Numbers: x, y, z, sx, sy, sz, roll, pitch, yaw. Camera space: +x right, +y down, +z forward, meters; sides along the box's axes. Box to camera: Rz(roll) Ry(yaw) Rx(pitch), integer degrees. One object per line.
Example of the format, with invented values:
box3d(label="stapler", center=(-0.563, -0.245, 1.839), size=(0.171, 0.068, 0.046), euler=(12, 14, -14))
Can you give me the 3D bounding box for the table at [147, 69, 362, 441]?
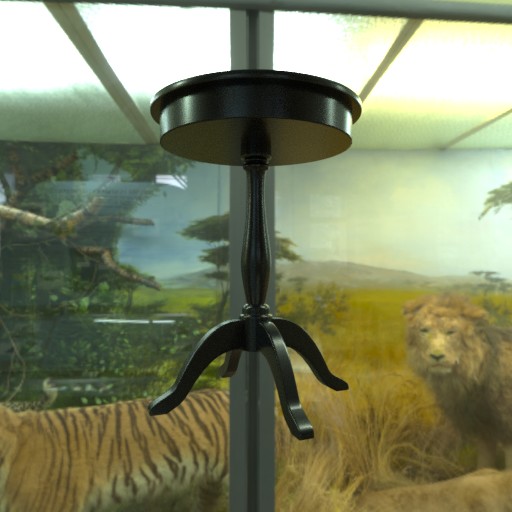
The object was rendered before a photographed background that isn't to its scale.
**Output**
box3d(label="table", center=(0.000, 0.000, 1.024), size=(0.481, 0.665, 0.481), euler=(0, 0, 0))
